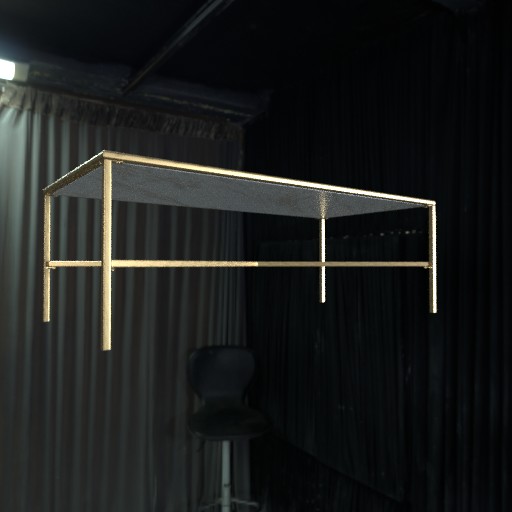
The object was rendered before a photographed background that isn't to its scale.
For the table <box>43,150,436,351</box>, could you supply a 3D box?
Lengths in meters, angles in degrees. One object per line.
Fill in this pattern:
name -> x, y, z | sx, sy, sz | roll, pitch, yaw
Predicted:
table -> 0.000, 0.000, 1.480 | 1.197, 0.405, 0.577 | 1, -1, -37
